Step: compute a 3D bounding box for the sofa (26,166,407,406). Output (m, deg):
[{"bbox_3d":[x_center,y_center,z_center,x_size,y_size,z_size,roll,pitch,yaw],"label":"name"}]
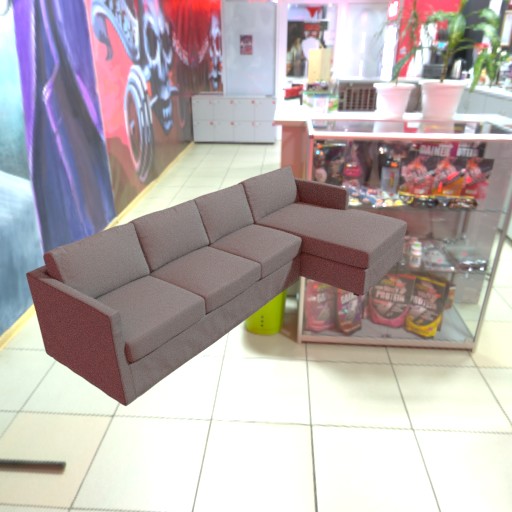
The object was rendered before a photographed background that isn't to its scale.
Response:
[{"bbox_3d":[0.000,0.000,3.873,1.622,0.867,3.177,18,31,32],"label":"sofa"}]
